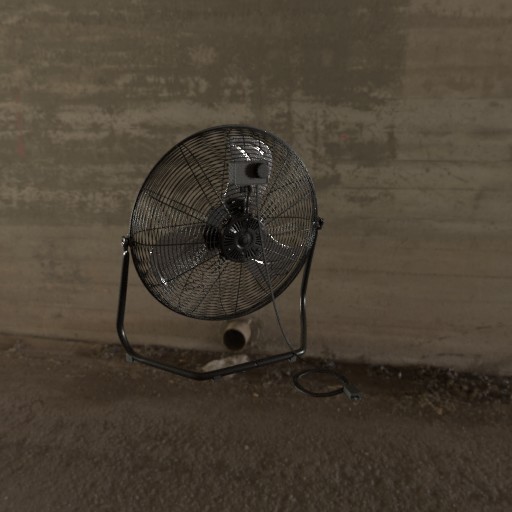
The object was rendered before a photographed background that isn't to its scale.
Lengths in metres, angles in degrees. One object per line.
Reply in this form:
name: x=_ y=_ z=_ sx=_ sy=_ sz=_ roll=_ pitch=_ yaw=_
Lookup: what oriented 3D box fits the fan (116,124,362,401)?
fan: x=0.000 y=0.000 z=1.051 sx=0.595 sy=0.605 sz=0.470 roll=-8 pitch=17 yaw=-26
